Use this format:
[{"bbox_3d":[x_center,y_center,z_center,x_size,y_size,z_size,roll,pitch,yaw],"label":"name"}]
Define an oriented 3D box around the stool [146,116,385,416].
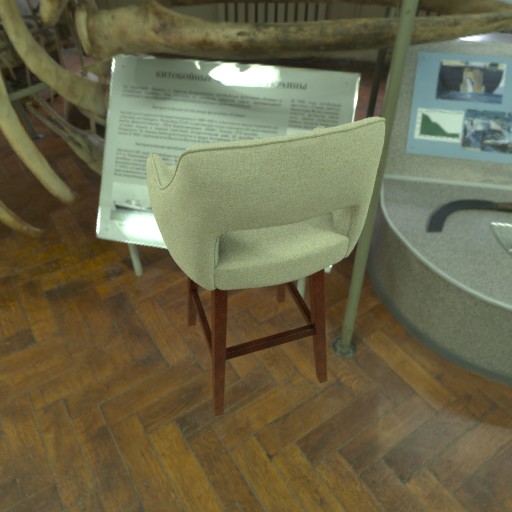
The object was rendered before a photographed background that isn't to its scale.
[{"bbox_3d":[0.000,0.000,1.352,0.550,1.041,0.560,-13,43,-14],"label":"stool"}]
